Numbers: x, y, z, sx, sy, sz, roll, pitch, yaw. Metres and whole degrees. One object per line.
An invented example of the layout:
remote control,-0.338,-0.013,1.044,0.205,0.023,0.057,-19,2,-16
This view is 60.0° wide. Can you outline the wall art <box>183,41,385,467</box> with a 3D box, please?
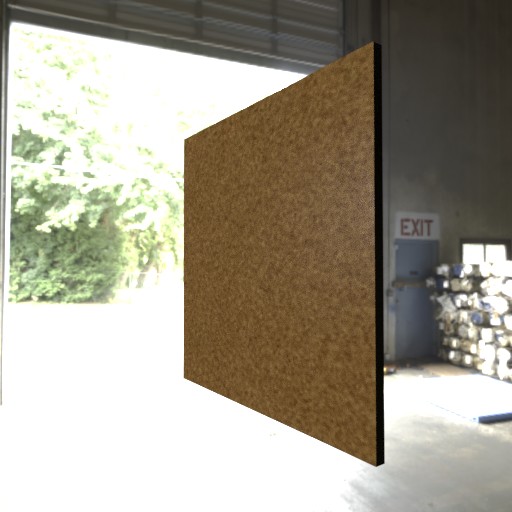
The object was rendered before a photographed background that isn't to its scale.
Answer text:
wall art,0.000,0.000,0.648,0.014,0.445,0.446,1,-1,-36
